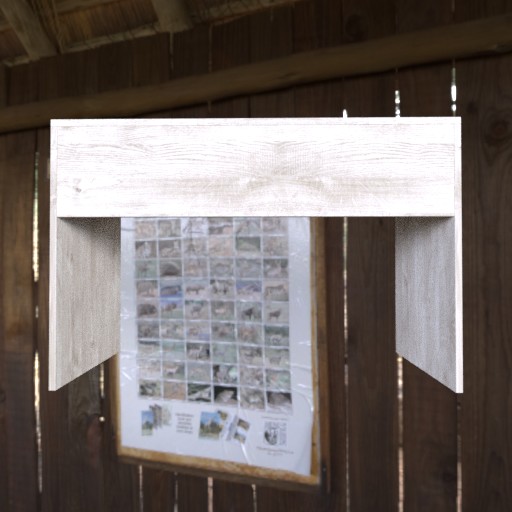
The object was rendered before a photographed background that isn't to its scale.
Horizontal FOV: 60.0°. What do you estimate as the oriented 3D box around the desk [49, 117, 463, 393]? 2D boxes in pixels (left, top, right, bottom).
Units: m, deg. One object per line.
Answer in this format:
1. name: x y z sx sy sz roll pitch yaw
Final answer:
1. desk: 0.000 0.000 1.462 1.100 0.730 0.560 0 -1 1
